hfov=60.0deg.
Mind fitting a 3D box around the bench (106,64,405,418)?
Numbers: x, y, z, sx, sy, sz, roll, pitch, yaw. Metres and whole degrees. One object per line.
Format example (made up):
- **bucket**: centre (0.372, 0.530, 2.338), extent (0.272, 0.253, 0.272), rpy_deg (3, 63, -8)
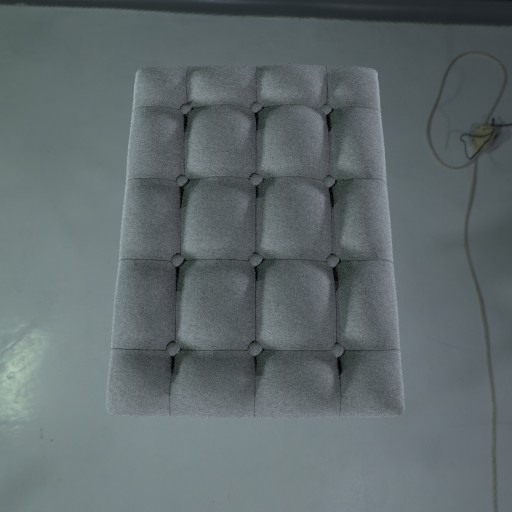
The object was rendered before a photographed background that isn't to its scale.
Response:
- **bench**: centre (0.000, 0.000, 0.874), extent (0.417, 0.469, 0.572), rpy_deg (0, 74, 0)
